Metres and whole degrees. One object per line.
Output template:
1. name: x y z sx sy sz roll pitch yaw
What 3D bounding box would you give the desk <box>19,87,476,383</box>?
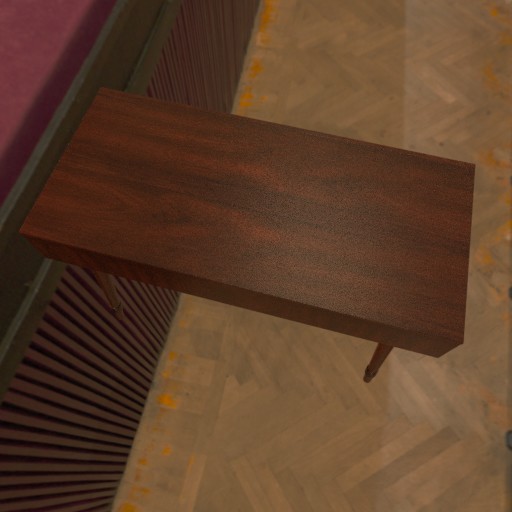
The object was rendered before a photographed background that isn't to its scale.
1. desk: 0.000 0.000 2.127 1.577 1.031 0.734 14 65 6
